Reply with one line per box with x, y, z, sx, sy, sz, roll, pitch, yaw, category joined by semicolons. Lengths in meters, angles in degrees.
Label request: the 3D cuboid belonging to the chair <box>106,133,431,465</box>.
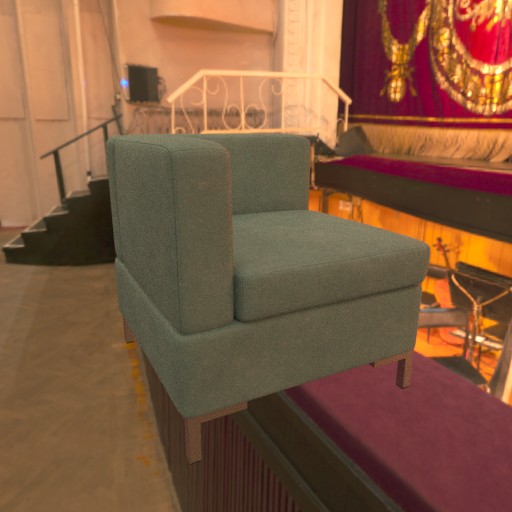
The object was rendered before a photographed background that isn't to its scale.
0.000;0.000;1.249;0.680;0.660;0.680;-8;18;-27;chair
